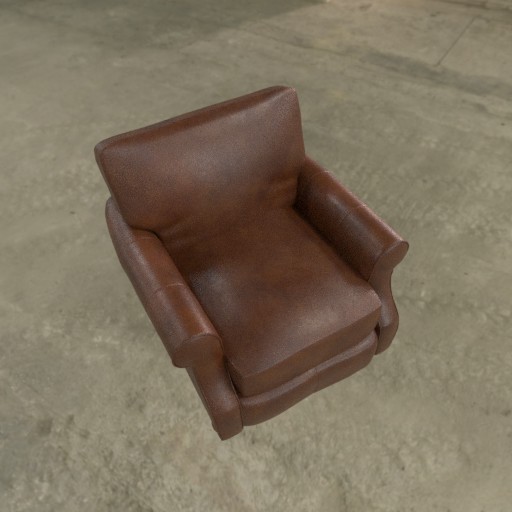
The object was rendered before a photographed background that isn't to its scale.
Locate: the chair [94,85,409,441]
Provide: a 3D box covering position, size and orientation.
[{"bbox_3d":[0.000,0.000,1.788,0.989,0.972,0.992,-23,51,-20],"label":"chair"}]
